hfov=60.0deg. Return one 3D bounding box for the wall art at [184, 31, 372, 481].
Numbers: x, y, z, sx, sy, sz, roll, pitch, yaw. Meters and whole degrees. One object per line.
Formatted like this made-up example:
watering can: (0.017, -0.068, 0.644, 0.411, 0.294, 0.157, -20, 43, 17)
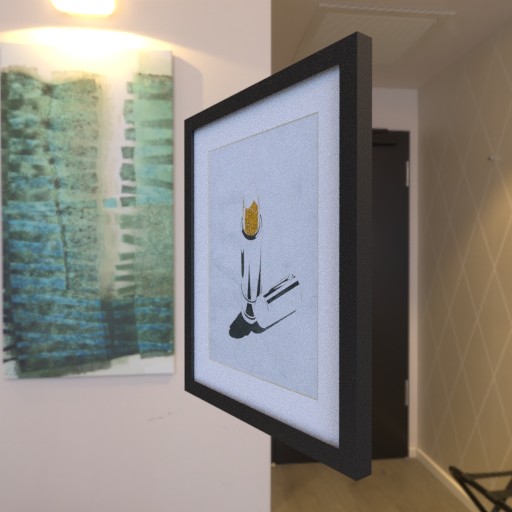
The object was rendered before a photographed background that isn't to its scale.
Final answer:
wall art: (0.000, 0.000, 0.741, 0.029, 0.559, 0.457, 0, 0, -37)
